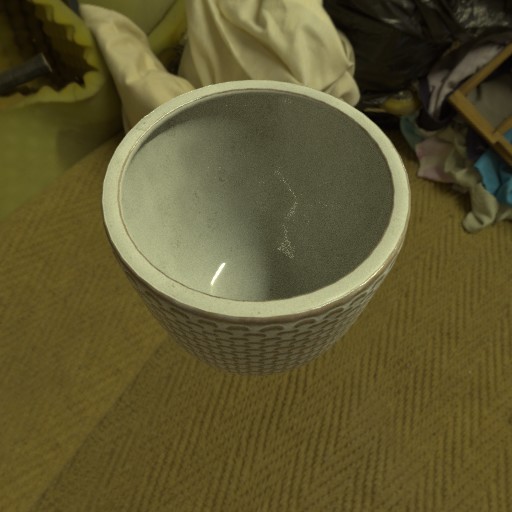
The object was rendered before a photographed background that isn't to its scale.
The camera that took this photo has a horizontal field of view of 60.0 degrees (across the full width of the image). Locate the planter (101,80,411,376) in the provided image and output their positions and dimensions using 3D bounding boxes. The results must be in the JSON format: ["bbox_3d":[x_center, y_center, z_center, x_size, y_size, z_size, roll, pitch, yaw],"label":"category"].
[{"bbox_3d":[0.000,0.000,0.361,0.197,0.191,0.197,0,59,0],"label":"planter"}]
